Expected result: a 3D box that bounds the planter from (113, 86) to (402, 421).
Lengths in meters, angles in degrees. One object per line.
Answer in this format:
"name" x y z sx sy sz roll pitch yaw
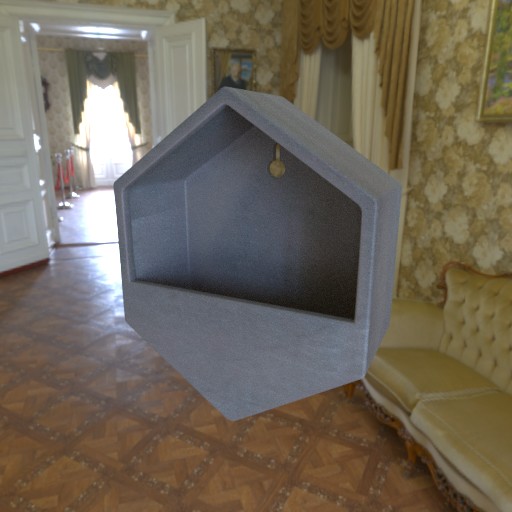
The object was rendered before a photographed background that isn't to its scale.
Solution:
"planter" 0.000 0.000 0.296 0.169 0.206 0.077 8 17 25
